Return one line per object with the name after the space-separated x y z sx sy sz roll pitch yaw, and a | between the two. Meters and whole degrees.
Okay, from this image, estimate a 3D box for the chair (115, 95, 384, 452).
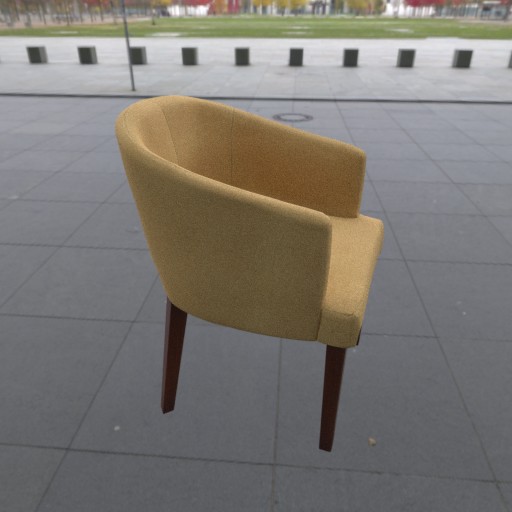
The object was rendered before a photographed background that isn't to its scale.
0.000 0.000 1.248 0.655 0.811 0.583 10 30 17 | chair
